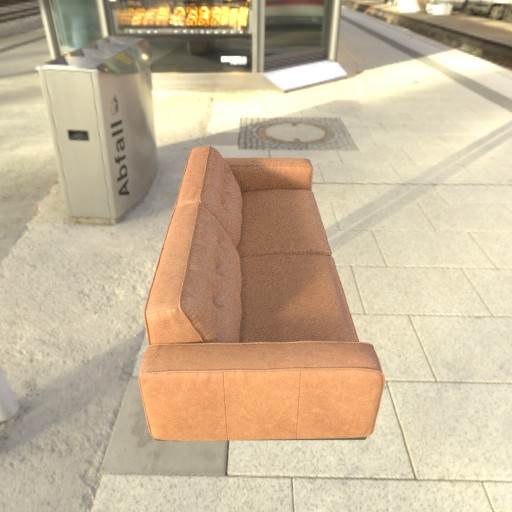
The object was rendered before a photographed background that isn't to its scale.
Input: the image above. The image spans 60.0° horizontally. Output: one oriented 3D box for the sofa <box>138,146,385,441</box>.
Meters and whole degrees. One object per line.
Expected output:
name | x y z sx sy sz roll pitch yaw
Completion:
sofa | 0.000 0.000 2.694 0.953 0.780 2.270 -1 33 -1
